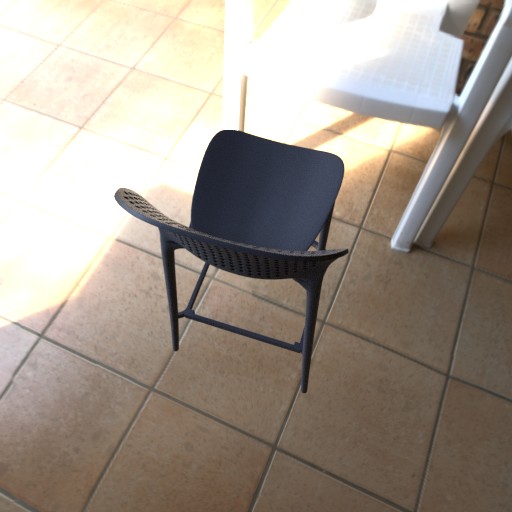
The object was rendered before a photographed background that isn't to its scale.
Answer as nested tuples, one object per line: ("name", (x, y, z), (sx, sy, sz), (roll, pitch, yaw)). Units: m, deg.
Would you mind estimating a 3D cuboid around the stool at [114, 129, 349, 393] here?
("stool", (0.000, 0.000, 1.315), (0.536, 1.045, 0.535), (16, 63, 8))
